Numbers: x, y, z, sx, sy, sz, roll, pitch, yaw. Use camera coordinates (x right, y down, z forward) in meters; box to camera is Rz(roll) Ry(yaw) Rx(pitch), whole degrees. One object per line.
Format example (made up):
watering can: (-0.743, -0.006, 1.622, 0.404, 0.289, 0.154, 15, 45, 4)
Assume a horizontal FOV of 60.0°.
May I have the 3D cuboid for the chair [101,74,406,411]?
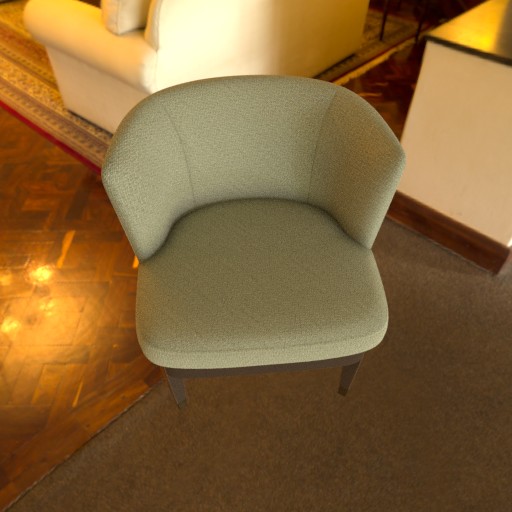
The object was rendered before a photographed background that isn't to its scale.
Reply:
chair: (0.000, 0.000, 1.260, 0.700, 0.760, 0.660, -4, 47, -3)
